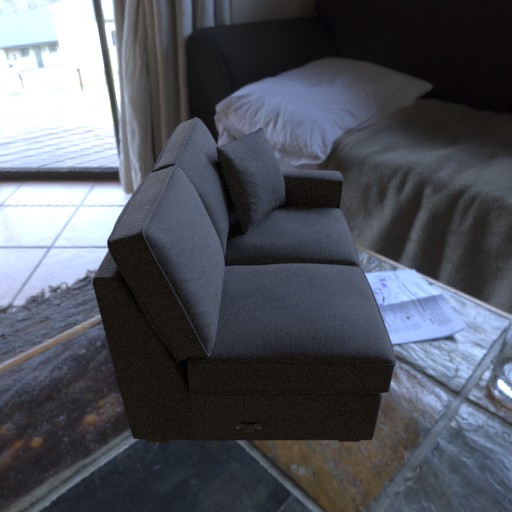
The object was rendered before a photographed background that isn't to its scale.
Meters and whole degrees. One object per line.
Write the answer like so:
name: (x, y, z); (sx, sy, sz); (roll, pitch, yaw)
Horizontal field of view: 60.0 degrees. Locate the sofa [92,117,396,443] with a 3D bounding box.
sofa: (0.000, 0.000, 2.066); (0.991, 0.989, 1.388); (0, 33, 0)
